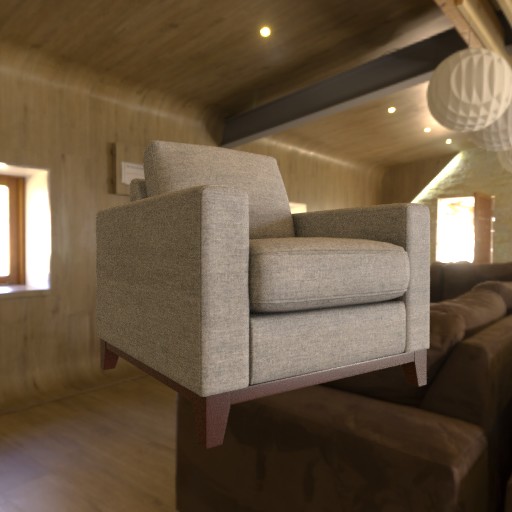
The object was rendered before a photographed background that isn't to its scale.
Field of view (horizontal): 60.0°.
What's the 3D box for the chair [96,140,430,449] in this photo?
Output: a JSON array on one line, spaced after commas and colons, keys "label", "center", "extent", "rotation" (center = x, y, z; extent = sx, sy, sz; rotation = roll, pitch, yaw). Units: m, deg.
[{"label": "chair", "center": [0.000, 0.000, 1.841], "extent": [1.024, 1.010, 1.038], "rotation": [-1, 1, -35]}]
